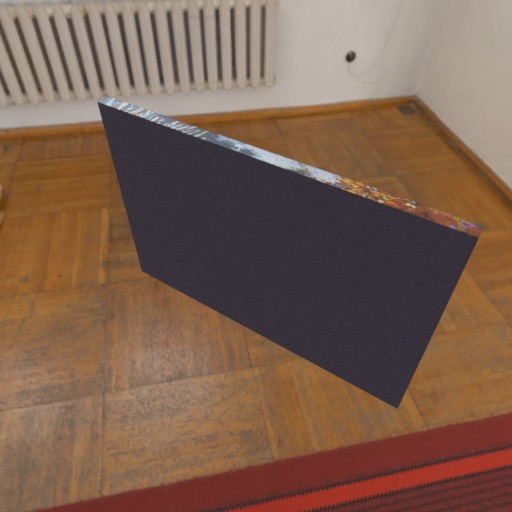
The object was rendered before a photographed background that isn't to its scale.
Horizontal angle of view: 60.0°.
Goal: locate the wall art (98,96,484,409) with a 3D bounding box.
[{"bbox_3d":[0.000,0.000,1.136,0.908,0.604,0.037,25,50,23],"label":"wall art"}]
